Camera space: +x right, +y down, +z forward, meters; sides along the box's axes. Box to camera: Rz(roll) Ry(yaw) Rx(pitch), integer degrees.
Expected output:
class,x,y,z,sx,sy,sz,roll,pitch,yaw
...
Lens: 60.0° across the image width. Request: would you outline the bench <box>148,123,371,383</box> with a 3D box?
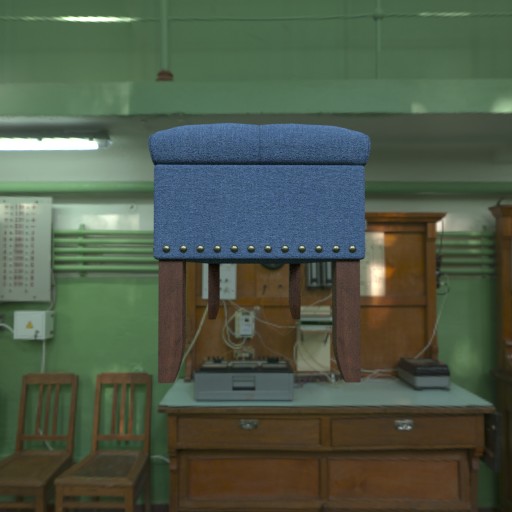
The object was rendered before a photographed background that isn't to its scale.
class,x,y,z,sx,sy,sz,roll,pitch,yaw
bench,0.000,0.000,1.327,0.417,0.492,1.052,0,-1,-1
